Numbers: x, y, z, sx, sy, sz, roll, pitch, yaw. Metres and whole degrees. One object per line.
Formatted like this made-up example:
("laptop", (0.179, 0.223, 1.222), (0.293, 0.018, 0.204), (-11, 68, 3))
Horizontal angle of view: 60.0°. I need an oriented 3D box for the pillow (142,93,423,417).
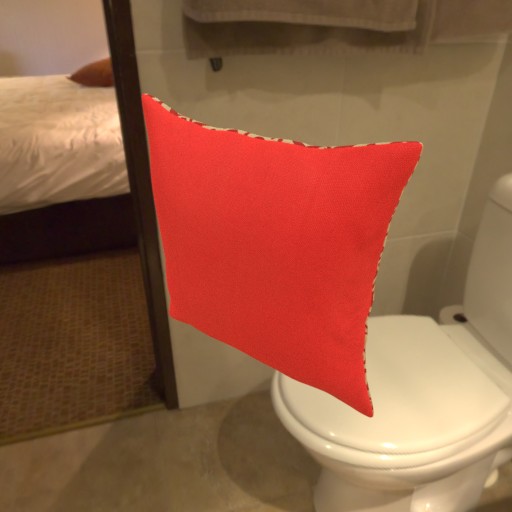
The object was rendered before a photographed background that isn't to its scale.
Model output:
("pillow", (0.000, 0.000, 0.806), (0.522, 0.507, 0.192), (21, 36, 31))
